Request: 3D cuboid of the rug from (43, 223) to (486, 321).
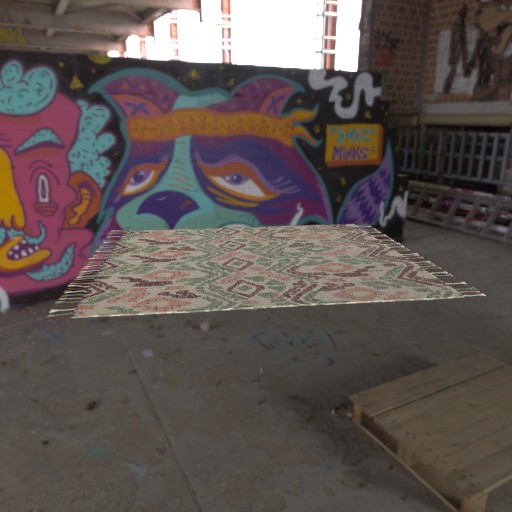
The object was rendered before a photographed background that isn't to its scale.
[{"bbox_3d":[0.000,0.000,4.119,3.048,0.010,2.438,-2,17,-7],"label":"rug"}]
